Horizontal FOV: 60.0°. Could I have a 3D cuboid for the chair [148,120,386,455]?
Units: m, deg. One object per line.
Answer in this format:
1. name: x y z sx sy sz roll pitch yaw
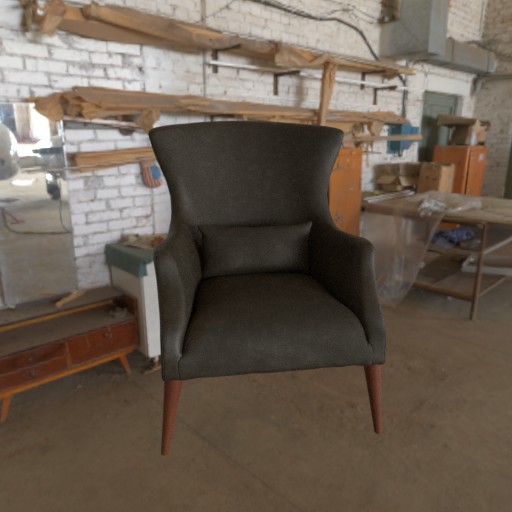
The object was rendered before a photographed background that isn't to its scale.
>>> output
1. chair: 0.000 0.000 1.781 0.819 1.068 0.954 -2 15 -8
